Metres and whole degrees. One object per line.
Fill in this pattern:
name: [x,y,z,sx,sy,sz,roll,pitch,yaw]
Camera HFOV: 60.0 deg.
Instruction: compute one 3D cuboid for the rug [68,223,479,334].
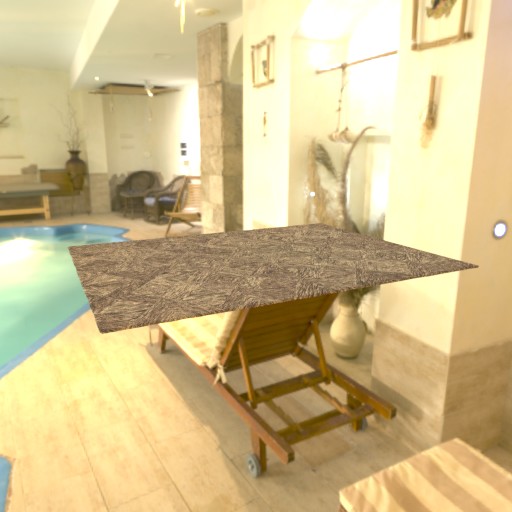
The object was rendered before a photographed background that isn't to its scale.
rug: [0.000,0.000,4.280,3.204,0.017,2.448,-7,16,-26]
